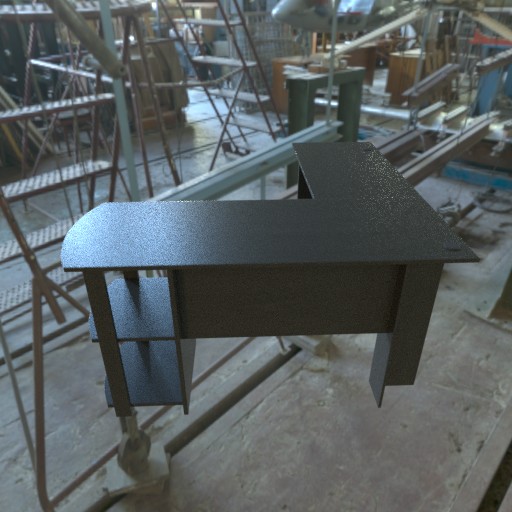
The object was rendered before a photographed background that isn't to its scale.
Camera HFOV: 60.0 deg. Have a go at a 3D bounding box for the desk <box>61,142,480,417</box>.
[{"bbox_3d":[0.000,0.000,2.116,1.361,0.716,1.303,-1,30,-2],"label":"desk"}]
